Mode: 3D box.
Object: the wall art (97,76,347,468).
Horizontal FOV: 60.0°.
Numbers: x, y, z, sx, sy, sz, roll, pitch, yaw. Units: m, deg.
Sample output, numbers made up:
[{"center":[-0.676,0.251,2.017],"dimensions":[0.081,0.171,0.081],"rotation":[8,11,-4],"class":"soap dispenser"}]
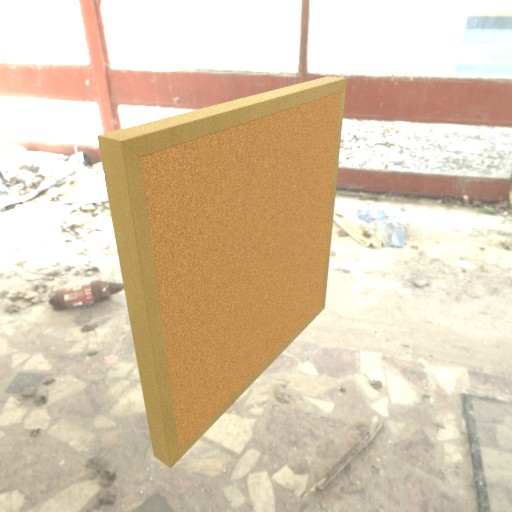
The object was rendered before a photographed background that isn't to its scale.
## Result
[{"center":[0.000,0.000,0.747],"dimensions":[0.038,0.508,0.508],"rotation":[19,35,30],"class":"wall art"}]
